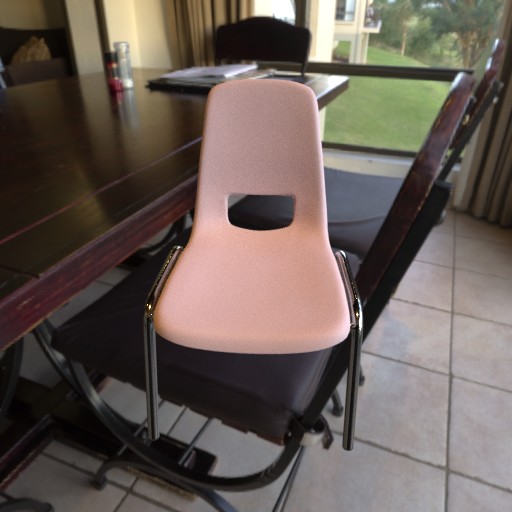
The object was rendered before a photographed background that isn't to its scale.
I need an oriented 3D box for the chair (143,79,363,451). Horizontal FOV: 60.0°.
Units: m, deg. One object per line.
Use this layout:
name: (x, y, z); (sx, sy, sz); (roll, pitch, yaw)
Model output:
chair: (0.000, 0.000, 0.788); (0.354, 0.536, 0.385); (2, 30, 3)
